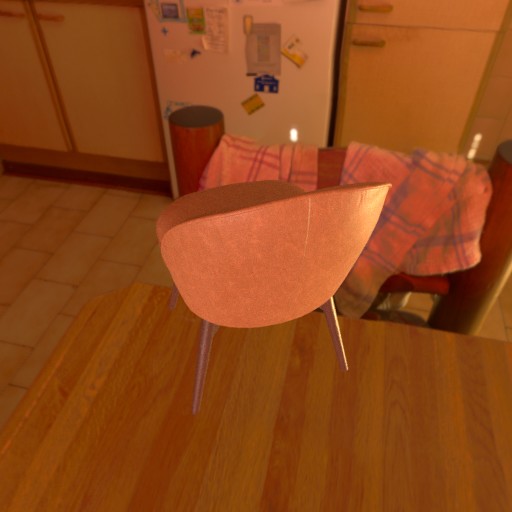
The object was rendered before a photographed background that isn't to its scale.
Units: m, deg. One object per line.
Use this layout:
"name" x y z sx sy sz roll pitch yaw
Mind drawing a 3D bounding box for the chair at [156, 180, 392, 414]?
"chair" 0.000 0.000 1.241 0.521 0.831 0.631 -12 44 -13
